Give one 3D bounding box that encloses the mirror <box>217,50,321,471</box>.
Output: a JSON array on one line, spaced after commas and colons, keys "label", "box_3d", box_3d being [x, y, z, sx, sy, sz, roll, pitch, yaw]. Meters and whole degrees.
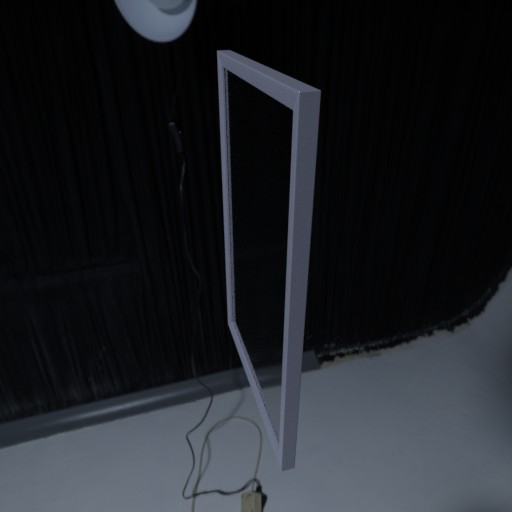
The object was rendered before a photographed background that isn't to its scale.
[{"label": "mirror", "box_3d": [0.000, 0.000, 1.148, 0.040, 0.915, 0.609, -8, 31, -14]}]
